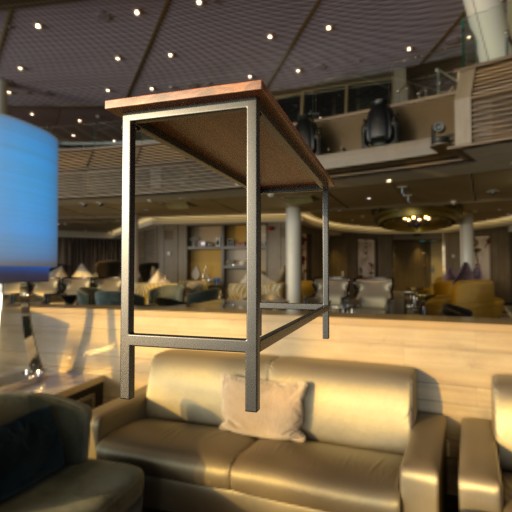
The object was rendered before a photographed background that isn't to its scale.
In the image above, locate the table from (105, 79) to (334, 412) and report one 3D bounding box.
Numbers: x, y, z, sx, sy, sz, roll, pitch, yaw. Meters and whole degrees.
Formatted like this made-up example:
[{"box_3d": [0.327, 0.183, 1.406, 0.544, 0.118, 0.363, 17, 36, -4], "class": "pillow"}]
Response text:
[{"box_3d": [0.000, 0.000, 1.599, 0.408, 0.740, 1.204, -1, -2, 18], "class": "table"}]
